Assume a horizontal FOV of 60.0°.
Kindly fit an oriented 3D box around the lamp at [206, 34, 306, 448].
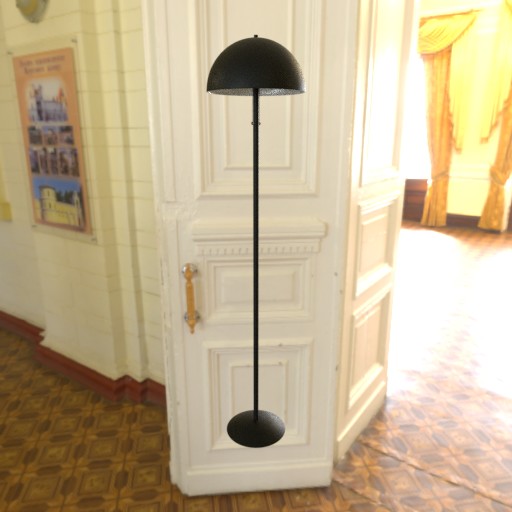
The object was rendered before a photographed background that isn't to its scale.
[{"bbox_3d":[0.000,0.000,1.631,0.328,1.480,0.328,-3,16,-9],"label":"lamp"}]
